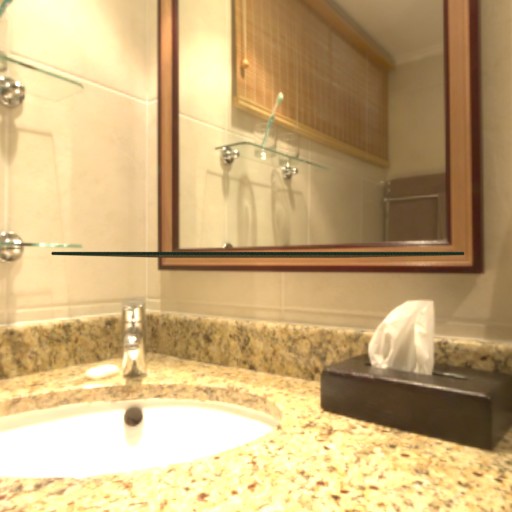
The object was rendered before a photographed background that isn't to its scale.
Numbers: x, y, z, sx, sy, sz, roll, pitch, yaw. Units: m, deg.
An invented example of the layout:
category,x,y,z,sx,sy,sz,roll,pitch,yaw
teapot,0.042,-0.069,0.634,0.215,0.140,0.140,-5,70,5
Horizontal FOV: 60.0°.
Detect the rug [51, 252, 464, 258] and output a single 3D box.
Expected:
category,x,y,z,sx,sy,sz,roll,pitch,yaw
rug,0.000,0.000,2.816,1.594,0.013,2.213,0,-1,-1
